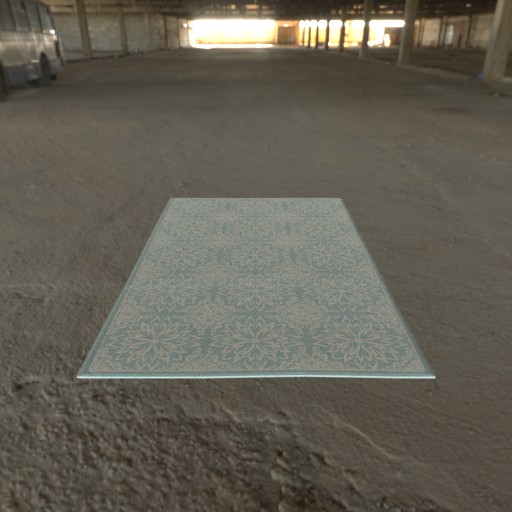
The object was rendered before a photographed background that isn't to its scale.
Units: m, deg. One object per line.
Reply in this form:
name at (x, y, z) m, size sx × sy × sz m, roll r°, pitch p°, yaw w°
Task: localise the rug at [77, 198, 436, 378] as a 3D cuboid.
rug at (0.000, 0.000, 2.323) m, size 1.219 × 0.012 × 1.840 m, roll 0°, pitch 27°, yaw 0°
